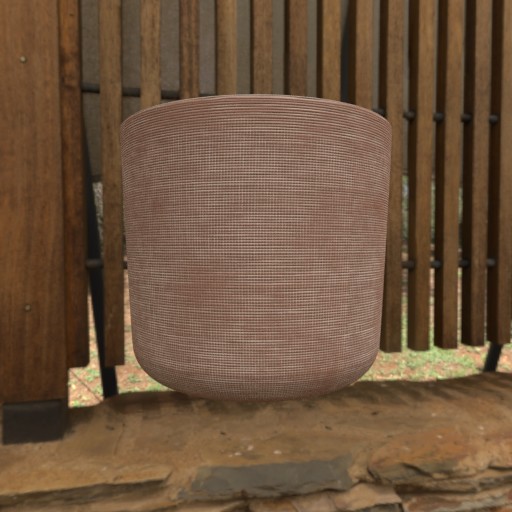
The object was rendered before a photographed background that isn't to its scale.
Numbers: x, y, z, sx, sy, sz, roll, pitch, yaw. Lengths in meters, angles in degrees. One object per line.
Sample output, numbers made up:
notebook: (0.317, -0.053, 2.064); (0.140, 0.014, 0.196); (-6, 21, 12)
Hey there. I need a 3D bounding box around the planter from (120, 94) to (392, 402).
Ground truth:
planter: (0.000, 0.000, 0.754); (0.440, 0.398, 0.440); (0, 1, 0)
